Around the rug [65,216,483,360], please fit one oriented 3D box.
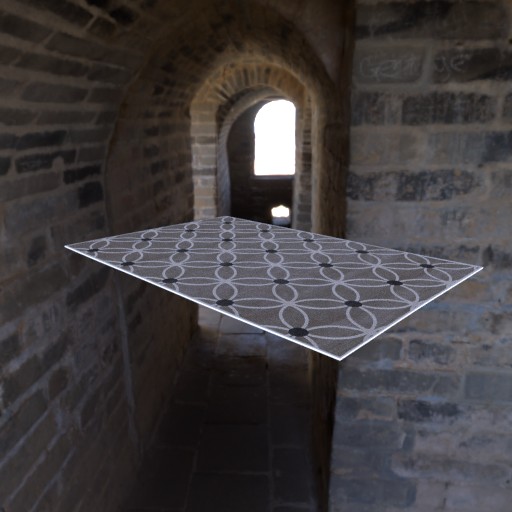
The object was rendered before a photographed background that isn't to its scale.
[{"bbox_3d":[0.000,0.000,2.865,2.284,0.008,1.522,15,22,42],"label":"rug"}]
